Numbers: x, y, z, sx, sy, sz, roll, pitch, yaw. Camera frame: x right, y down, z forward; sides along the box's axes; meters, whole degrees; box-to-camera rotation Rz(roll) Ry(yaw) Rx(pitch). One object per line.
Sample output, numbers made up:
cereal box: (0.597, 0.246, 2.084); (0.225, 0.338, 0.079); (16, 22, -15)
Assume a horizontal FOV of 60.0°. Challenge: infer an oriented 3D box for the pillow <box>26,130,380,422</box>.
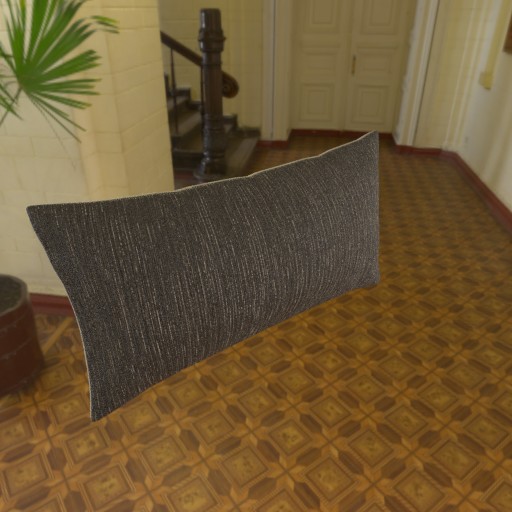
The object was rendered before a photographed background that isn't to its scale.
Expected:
pillow: (0.000, 0.000, 0.714); (0.608, 0.305, 0.156); (-20, 35, -31)
